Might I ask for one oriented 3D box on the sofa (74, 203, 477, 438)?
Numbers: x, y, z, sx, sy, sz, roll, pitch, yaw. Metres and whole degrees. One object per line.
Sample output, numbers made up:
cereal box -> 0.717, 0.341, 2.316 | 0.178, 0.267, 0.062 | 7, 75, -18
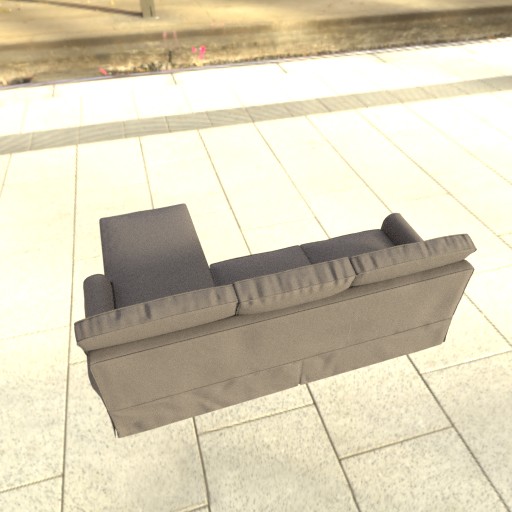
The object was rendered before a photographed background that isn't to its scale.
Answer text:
sofa -> 0.000, 0.000, 3.336 | 2.475, 0.978, 1.733 | -12, 42, -13
